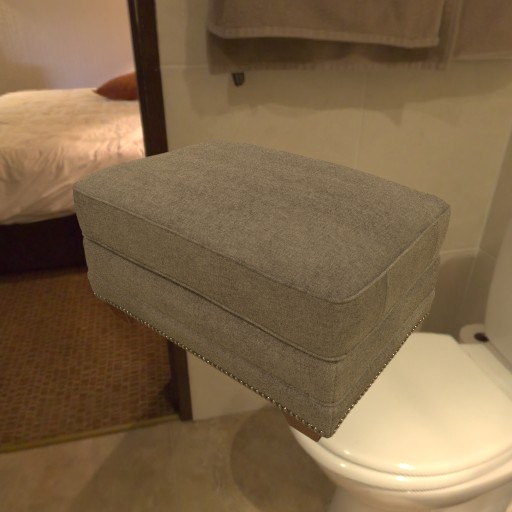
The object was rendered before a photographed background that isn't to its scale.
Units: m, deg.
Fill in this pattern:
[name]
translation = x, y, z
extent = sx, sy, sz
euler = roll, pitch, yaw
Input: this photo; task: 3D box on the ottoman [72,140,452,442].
[ottoman]
translation = 0.000, 0.000, 1.159
extent = 0.813, 0.457, 0.561
euler = 22, 35, 34
